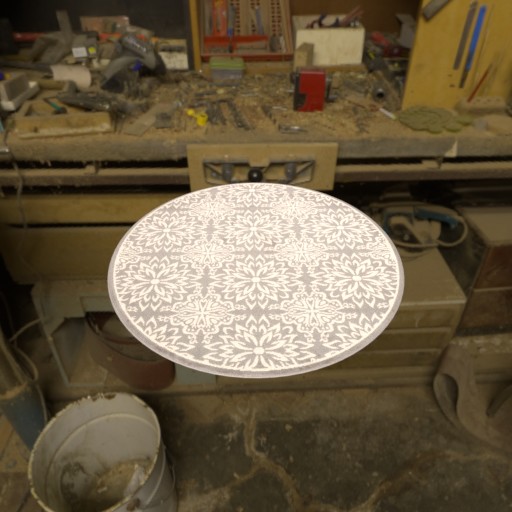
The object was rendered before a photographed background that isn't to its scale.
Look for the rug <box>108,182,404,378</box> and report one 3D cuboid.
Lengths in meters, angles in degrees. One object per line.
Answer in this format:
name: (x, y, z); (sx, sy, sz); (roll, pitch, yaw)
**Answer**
rug: (0.000, 0.000, 2.456); (1.593, 0.012, 1.593); (0, 40, 0)
